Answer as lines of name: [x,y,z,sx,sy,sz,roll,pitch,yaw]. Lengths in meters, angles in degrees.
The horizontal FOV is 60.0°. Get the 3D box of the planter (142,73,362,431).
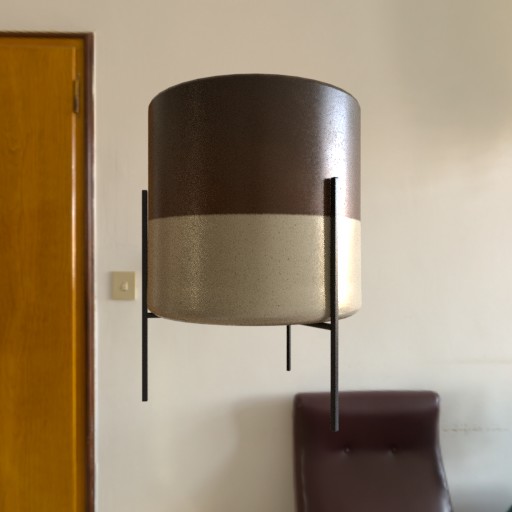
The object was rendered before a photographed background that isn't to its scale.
planter: [0.000,0.000,0.728,0.345,0.465,0.354,0,0,-37]
